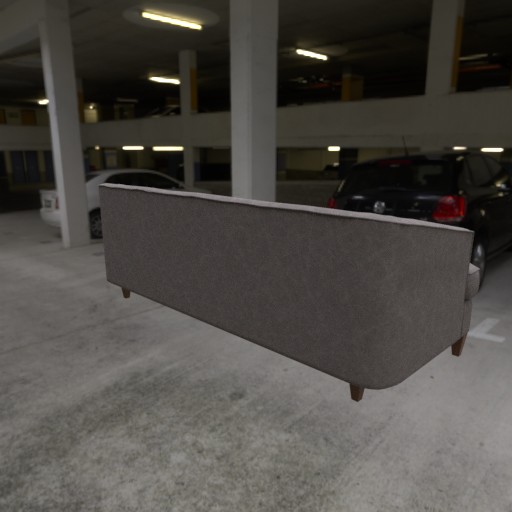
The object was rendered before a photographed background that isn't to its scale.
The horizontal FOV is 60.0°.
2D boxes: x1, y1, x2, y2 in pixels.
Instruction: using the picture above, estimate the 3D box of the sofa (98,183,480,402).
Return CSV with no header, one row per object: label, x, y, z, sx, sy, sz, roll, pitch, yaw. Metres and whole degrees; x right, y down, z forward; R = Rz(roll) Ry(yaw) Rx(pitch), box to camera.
sofa,0.000,0.000,2.630,2.247,0.806,0.917,13,19,42
